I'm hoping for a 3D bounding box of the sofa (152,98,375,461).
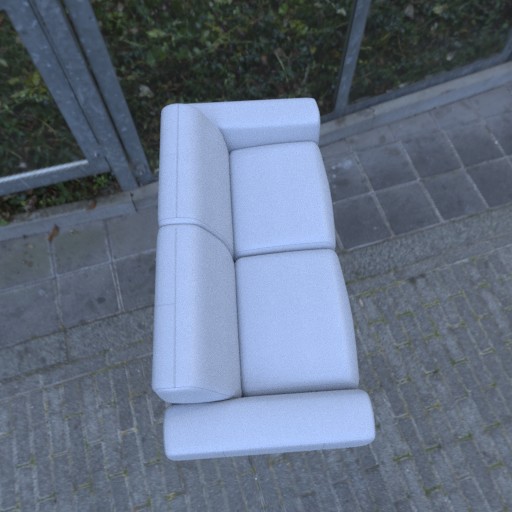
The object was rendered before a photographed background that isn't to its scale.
[{"bbox_3d":[0.000,0.000,2.327,0.900,0.772,1.901,-4,63,-2],"label":"sofa"}]
